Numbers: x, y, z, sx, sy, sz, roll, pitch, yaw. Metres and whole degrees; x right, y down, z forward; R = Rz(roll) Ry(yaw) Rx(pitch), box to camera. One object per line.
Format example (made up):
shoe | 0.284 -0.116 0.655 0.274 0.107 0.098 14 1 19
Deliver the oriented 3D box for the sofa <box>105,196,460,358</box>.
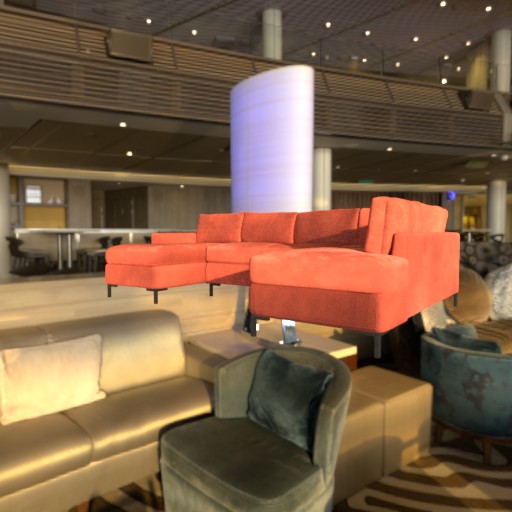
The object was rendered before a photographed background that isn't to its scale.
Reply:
sofa | 0.000 0.000 3.837 2.971 0.858 1.981 2 4 36
